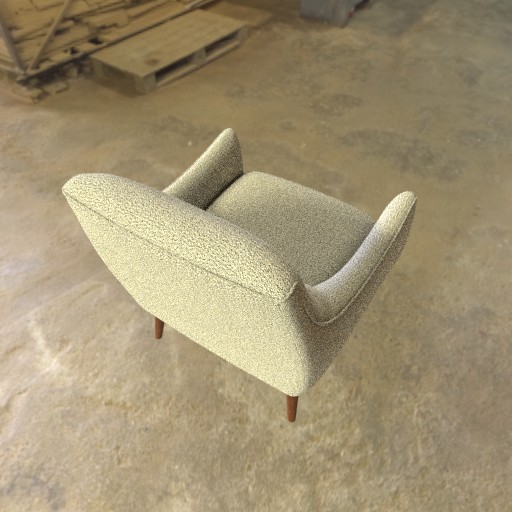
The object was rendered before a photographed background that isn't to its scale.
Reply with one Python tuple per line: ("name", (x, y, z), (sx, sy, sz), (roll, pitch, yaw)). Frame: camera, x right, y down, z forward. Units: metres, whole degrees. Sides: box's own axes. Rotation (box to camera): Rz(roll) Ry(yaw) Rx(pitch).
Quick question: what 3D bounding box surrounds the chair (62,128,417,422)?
("chair", (0.000, 0.000, 1.428), (0.762, 0.838, 0.787), (25, 52, 22))
